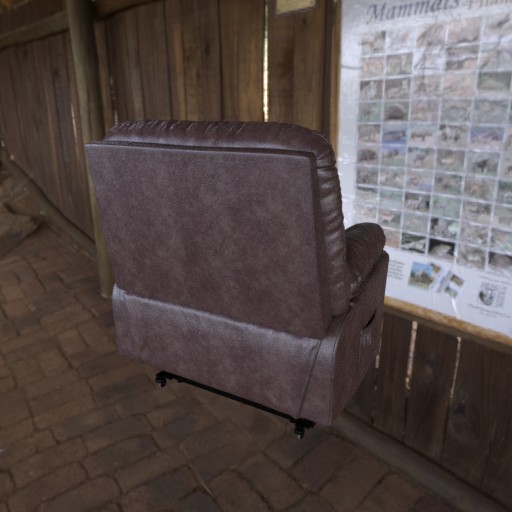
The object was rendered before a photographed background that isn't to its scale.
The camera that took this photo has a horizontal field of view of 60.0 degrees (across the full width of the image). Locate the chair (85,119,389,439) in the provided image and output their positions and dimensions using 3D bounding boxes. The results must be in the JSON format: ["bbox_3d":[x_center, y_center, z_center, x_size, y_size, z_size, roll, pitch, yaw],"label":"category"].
[{"bbox_3d":[0.000,0.000,1.751,0.940,1.041,0.879,10,21,27],"label":"chair"}]
